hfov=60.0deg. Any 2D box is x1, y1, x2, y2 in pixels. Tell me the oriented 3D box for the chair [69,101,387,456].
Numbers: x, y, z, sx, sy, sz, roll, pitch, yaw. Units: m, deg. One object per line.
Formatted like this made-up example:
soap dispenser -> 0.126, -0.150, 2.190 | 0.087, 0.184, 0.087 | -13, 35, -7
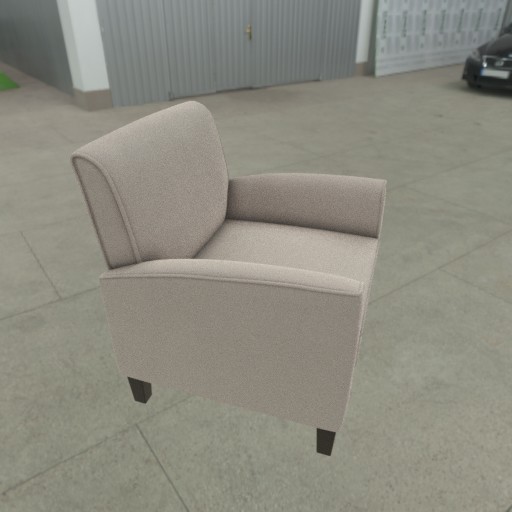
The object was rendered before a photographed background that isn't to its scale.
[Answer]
chair -> 0.000, 0.000, 1.577 | 0.820, 0.915, 0.820 | 10, 31, 16
